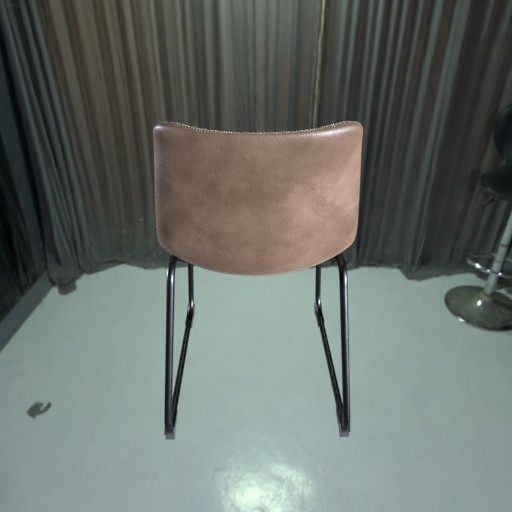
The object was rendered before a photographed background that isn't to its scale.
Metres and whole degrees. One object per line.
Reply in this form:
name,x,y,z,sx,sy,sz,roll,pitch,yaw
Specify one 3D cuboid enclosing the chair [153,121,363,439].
chair,0.000,0.000,1.106,0.460,0.780,0.551,-1,31,-1
